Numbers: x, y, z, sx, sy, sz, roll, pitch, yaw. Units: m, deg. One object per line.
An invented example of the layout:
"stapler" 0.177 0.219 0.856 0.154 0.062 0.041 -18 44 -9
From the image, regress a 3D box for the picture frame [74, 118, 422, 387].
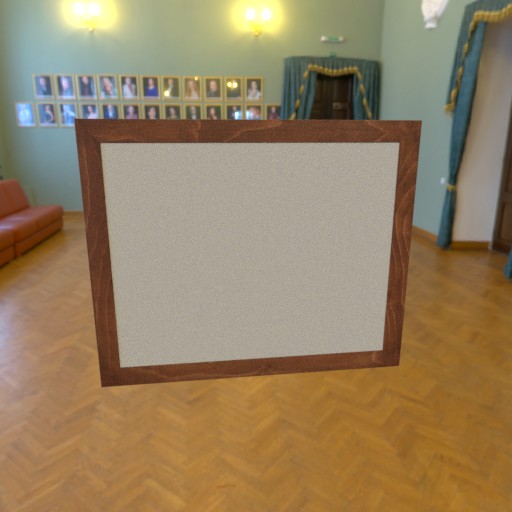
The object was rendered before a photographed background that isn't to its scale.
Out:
"picture frame" 0.000 0.000 0.778 0.559 0.457 0.025 -2 15 -8
